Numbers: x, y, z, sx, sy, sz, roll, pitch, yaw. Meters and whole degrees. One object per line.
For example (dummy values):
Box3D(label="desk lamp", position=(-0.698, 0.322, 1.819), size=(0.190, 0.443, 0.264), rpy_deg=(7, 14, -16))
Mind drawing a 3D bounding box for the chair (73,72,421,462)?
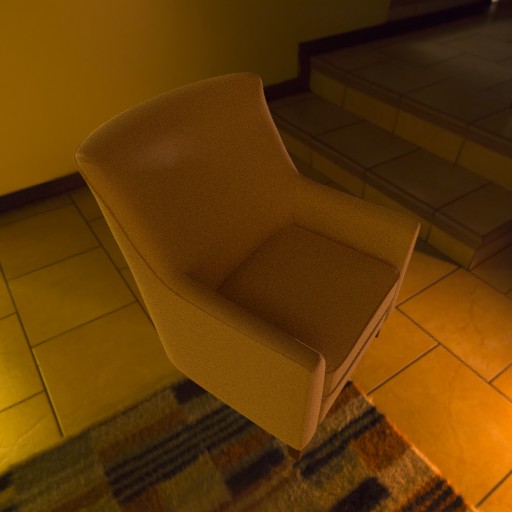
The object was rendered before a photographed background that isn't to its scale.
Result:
Box3D(label="chair", position=(0.000, 0.000, 1.518), size=(0.879, 0.916, 0.756), rpy_deg=(26, 48, 26))
